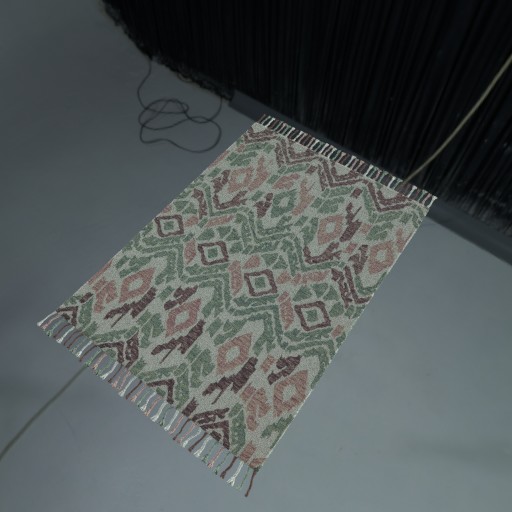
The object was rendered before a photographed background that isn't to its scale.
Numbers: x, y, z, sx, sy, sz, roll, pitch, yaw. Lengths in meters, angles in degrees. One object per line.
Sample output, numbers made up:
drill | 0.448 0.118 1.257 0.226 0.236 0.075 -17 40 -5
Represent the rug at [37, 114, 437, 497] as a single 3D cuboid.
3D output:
rug | 0.000 0.000 2.271 1.219 0.010 1.829 31 63 18
